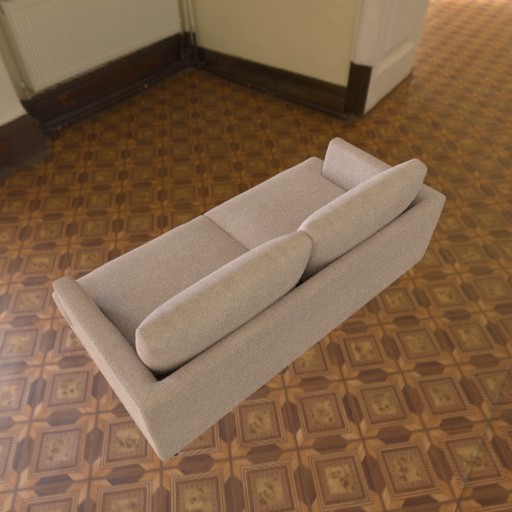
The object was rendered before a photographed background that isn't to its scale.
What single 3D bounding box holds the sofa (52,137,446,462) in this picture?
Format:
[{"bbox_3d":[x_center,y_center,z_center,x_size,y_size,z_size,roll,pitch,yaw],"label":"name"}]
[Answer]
[{"bbox_3d":[0.000,0.000,2.447,1.948,0.868,1.020,-32,54,-27],"label":"sofa"}]
